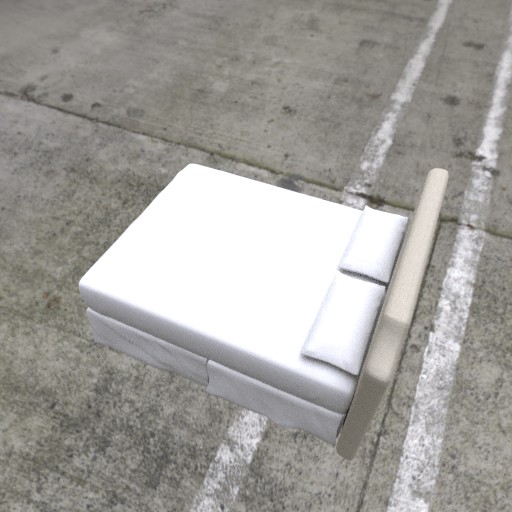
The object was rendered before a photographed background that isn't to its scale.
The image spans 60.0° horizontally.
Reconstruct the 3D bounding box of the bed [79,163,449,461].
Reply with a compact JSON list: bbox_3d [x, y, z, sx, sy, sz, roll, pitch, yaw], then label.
[{"bbox_3d":[0.000,0.000,3.160,2.116,1.290,1.693,19,50,16],"label":"bed"}]
